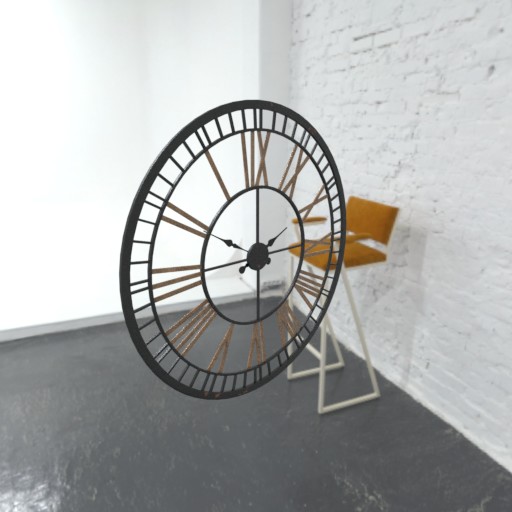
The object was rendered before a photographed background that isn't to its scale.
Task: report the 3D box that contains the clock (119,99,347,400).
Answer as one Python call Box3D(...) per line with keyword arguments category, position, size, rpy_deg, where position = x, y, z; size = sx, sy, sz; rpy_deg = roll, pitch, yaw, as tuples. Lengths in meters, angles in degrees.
Box3D(category="clock", position=(0.000, 0.000, 1.267), size=(0.843, 0.843, 0.025), rpy_deg=(-14, 21, -42))
